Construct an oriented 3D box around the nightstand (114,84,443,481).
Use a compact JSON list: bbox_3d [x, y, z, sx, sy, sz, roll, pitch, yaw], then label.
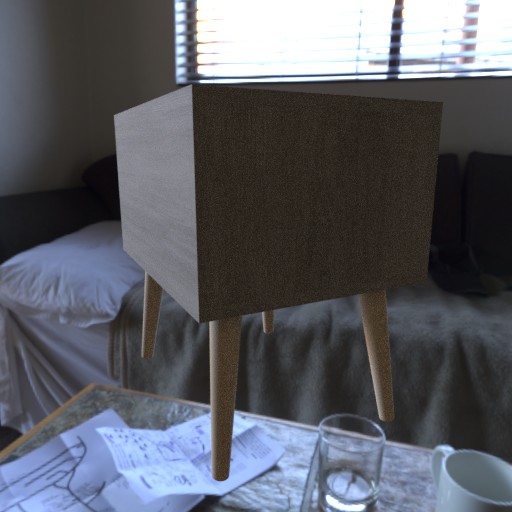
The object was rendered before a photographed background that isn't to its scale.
[{"bbox_3d":[0.000,0.000,0.795,0.380,0.500,0.450,-7,15,-26],"label":"nightstand"}]
